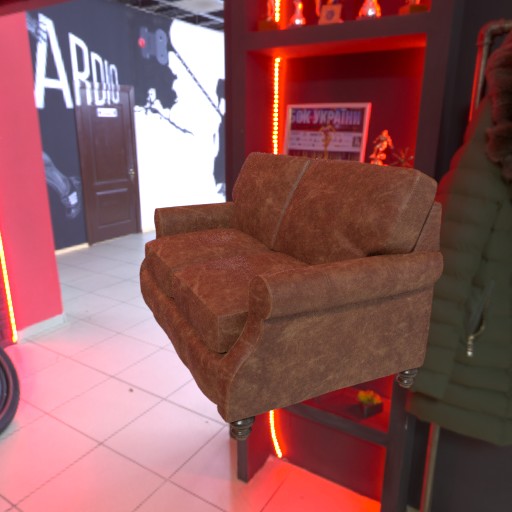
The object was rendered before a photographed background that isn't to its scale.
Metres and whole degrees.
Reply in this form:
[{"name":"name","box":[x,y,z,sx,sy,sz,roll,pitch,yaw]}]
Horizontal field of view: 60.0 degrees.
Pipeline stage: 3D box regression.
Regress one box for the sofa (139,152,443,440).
[{"name":"sofa","box":[0.000,0.000,2.263,0.990,0.967,1.616,-8,18,-25]}]
